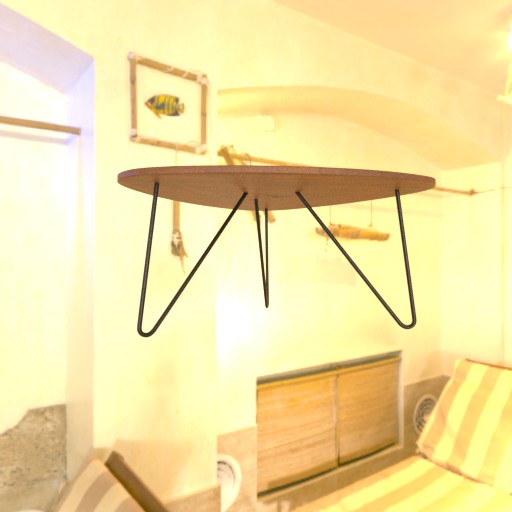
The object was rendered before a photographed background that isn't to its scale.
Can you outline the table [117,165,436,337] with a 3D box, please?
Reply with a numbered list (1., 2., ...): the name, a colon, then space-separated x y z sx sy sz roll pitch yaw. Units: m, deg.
1. table: 0.000 0.000 1.327 0.821 0.413 0.833 0 0 -37
